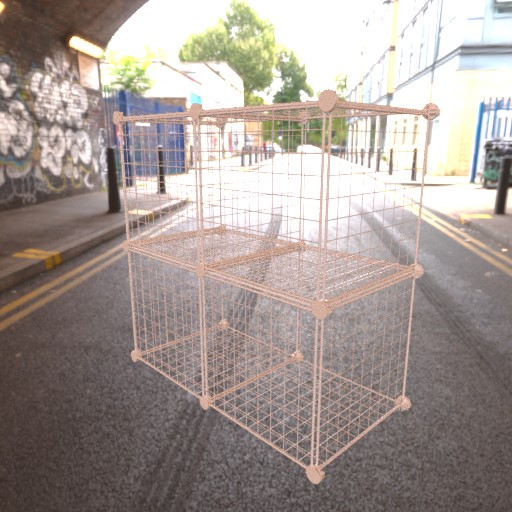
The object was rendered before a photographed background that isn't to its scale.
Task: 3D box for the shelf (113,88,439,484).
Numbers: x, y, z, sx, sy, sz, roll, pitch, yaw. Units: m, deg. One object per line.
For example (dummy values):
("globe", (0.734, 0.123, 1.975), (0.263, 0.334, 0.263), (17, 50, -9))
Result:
("shelf", (0.000, 0.000, 1.118), (0.356, 0.711, 0.711), (-13, 19, -42))
